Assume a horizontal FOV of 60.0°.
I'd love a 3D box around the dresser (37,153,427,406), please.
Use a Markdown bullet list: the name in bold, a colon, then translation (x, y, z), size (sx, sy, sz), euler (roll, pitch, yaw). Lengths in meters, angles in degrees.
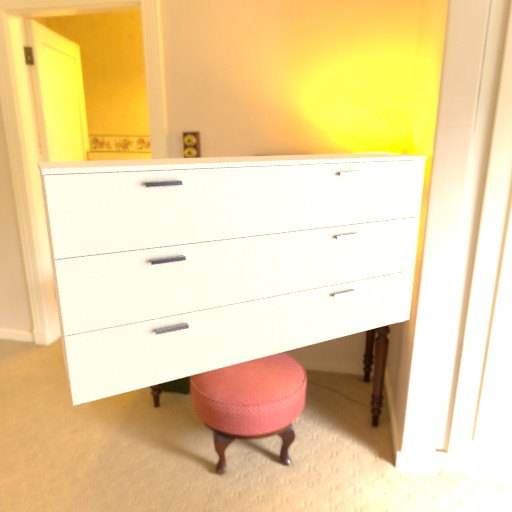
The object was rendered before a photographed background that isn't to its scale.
- **dresser**: translation (0.000, 0.000, 1.841), size (1.535, 0.790, 0.333), euler (-8, 18, -26)
